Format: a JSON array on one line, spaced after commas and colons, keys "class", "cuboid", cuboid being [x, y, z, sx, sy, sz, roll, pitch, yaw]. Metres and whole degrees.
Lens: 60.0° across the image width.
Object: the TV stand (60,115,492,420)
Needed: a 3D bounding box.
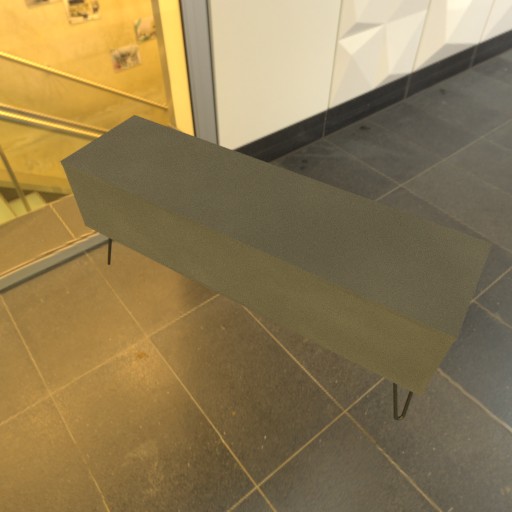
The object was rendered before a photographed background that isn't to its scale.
[{"class": "TV stand", "cuboid": [0.000, 0.000, 1.650, 1.400, 0.560, 0.400, 24, 51, 21]}]
